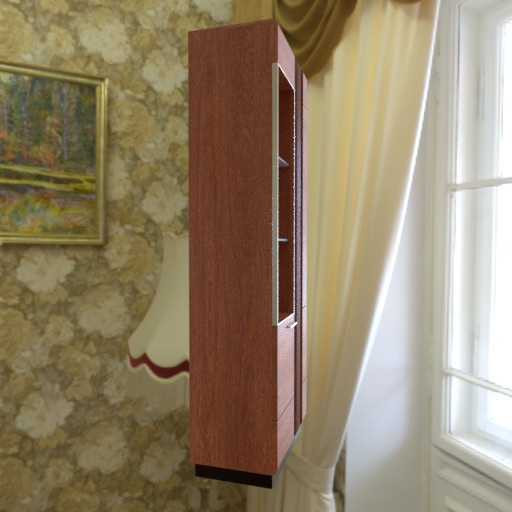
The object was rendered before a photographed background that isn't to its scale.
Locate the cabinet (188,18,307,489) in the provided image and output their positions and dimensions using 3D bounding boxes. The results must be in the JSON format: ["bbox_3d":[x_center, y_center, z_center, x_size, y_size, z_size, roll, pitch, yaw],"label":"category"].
[{"bbox_3d":[0.000,0.000,2.219,0.420,1.980,0.660,0,1,17],"label":"cabinet"}]
